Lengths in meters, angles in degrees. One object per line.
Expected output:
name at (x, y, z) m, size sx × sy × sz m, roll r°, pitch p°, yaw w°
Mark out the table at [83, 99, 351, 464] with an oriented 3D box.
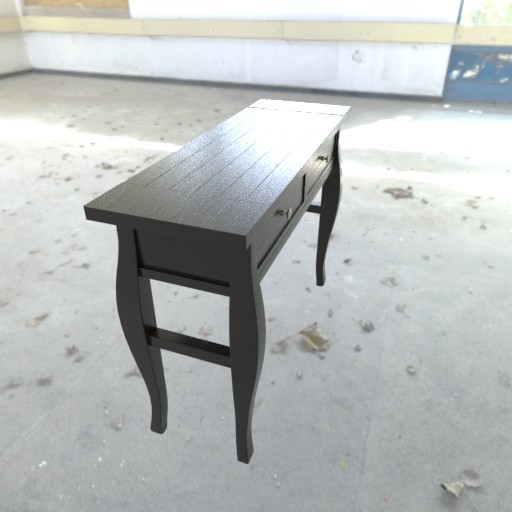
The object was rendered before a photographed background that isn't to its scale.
table at (0.000, 0.000, 1.472) m, size 0.373 × 0.768 × 1.062 m, roll 11°, pitch 33°, yaw 17°
